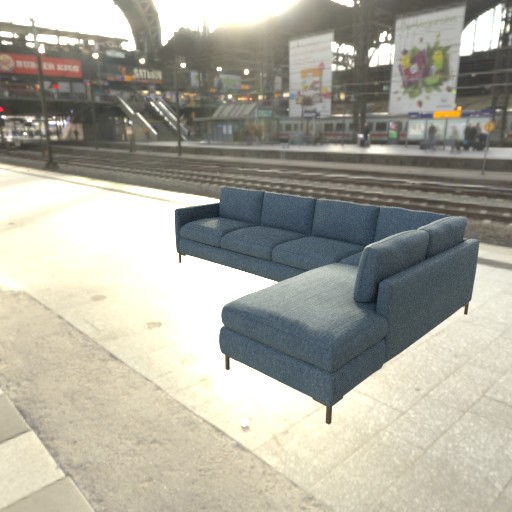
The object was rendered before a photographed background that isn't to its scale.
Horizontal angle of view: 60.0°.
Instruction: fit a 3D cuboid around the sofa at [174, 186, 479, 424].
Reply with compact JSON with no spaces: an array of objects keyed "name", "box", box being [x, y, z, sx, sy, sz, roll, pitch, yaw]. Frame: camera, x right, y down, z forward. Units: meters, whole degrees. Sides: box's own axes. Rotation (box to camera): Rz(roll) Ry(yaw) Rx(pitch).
[{"name":"sofa","box":[0.000,0.000,3.743,2.949,0.815,2.007,15,21,42]}]
